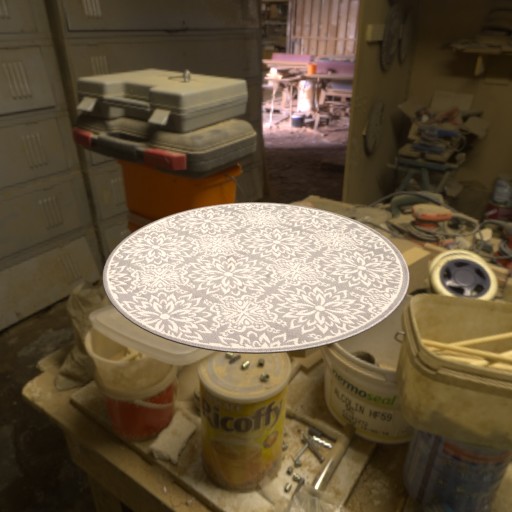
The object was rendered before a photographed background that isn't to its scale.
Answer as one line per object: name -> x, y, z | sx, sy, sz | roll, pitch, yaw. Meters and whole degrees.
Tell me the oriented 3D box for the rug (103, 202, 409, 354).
rug -> 0.000, 0.000, 2.406 | 1.593, 0.012, 1.593 | 0, 28, 0
